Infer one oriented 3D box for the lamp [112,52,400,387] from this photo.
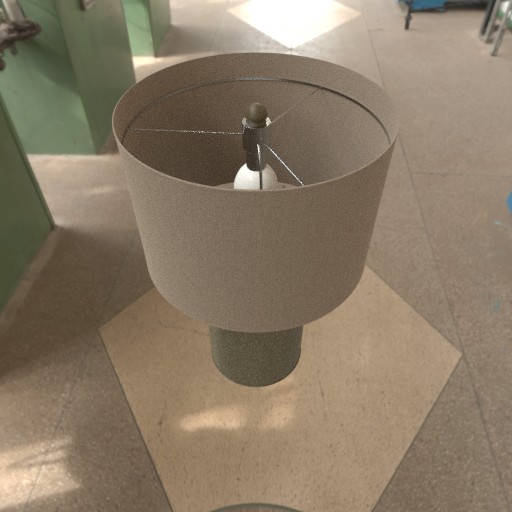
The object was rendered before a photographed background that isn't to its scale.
[{"bbox_3d":[0.000,0.000,0.672,0.318,0.486,0.318,0,45,0],"label":"lamp"}]
